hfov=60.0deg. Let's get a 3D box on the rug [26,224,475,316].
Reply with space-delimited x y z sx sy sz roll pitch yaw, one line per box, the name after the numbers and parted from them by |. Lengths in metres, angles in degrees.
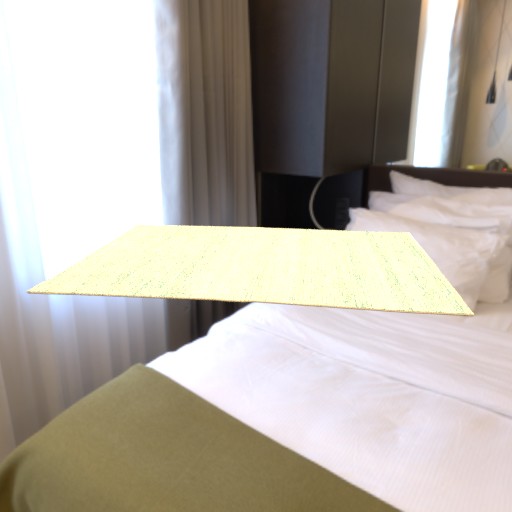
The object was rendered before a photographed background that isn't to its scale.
0.000 0.000 2.986 2.305 0.029 1.593 2 17 7 | rug
